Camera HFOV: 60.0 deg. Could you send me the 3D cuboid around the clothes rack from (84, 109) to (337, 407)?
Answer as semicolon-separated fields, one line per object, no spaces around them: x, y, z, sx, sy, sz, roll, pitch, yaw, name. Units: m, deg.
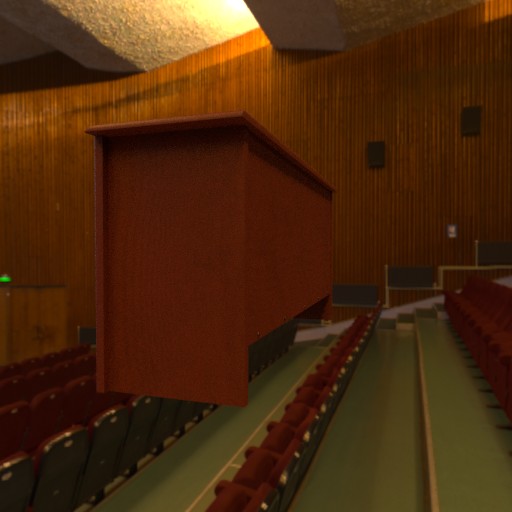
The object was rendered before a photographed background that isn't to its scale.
0.000;0.000;1.497;0.362;0.594;1.251;0;1;18;clothes rack
